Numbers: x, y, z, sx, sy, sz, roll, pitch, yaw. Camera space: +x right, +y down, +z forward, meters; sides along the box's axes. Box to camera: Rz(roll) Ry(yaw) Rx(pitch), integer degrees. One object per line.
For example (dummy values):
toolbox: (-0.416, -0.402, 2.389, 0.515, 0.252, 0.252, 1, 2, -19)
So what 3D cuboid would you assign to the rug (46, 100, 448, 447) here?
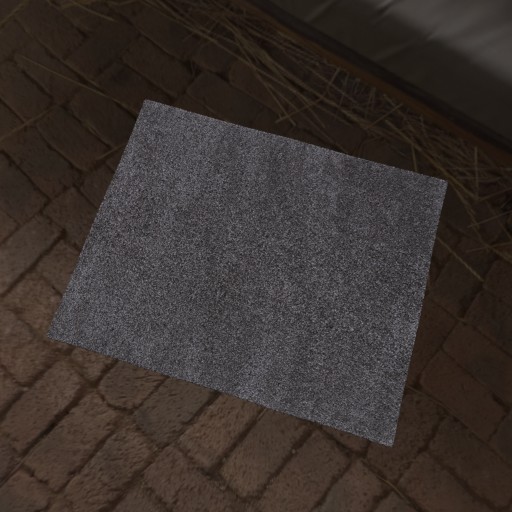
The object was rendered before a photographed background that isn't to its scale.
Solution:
rug: (0.000, 0.000, 3.944, 3.000, 0.025, 2.401, 16, 76, 4)
